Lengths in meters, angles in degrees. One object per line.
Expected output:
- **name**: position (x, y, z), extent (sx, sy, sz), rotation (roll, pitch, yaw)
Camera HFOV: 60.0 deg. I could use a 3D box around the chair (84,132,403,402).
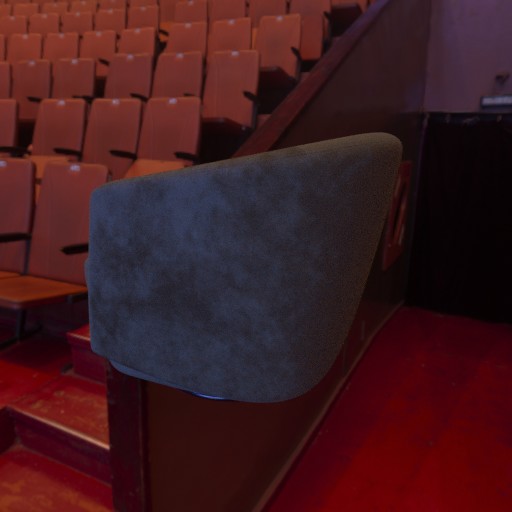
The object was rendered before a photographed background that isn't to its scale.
- **chair**: position (0.000, 0.000, 1.308), extent (0.767, 0.698, 0.773), rotation (7, 16, 25)
